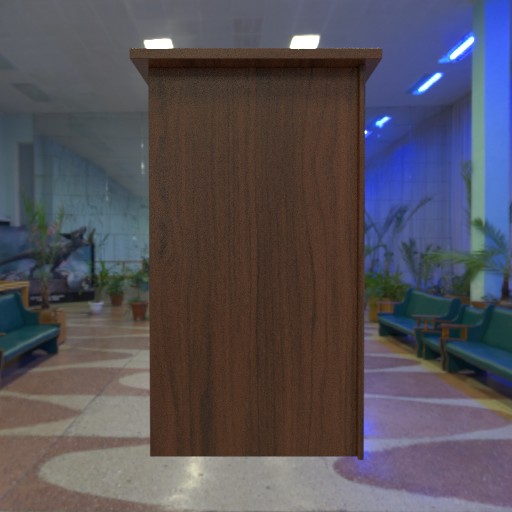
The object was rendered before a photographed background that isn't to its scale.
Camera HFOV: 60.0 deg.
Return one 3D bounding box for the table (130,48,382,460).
[{"bbox_3d":[0.000,0.000,0.913,0.381,0.636,0.480,0,1,0],"label":"table"}]
